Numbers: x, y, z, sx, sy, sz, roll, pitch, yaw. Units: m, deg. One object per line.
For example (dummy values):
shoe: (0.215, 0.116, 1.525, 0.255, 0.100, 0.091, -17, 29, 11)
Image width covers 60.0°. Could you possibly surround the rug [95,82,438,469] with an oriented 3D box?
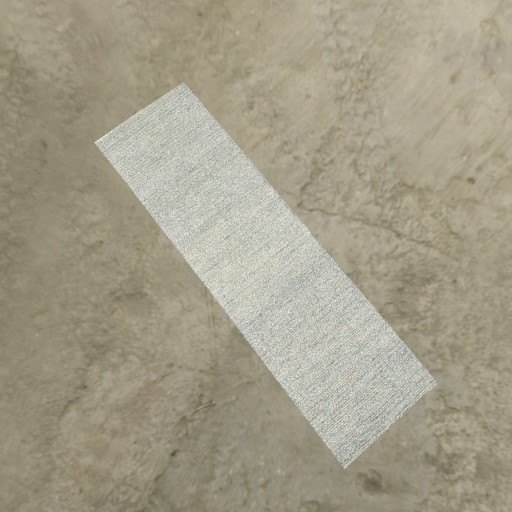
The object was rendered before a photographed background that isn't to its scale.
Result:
rug: (0.000, 0.000, 2.537, 0.675, 0.037, 2.341, -37, 80, -8)
